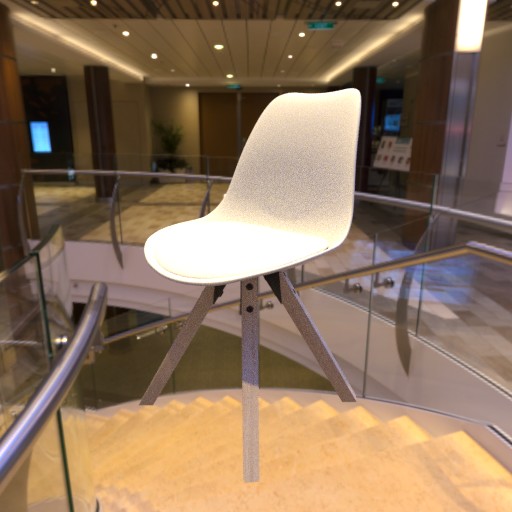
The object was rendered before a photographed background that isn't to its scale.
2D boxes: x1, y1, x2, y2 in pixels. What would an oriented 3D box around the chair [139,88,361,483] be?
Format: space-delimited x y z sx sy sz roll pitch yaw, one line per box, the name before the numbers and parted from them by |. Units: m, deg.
chair | 0.000 0.000 1.168 0.485 0.850 0.550 14 21 41
